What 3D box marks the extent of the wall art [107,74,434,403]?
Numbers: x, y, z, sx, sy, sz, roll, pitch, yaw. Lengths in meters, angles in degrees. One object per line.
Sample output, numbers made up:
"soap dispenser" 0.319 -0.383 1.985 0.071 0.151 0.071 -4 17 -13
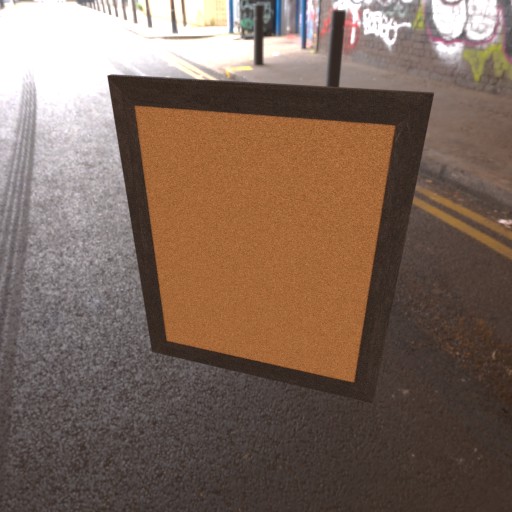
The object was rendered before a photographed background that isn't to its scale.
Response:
"wall art" 0.000 0.000 0.773 0.476 0.570 0.013 9 32 15
